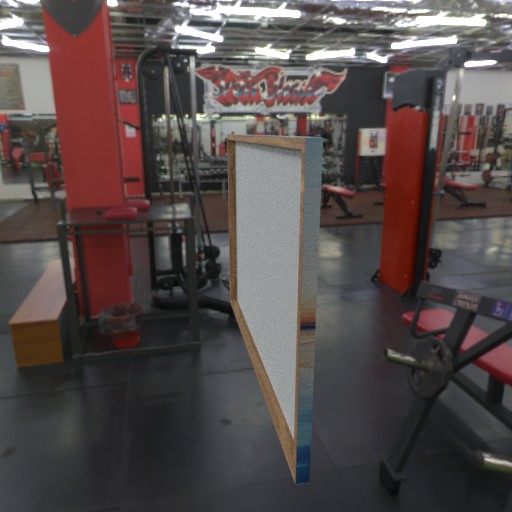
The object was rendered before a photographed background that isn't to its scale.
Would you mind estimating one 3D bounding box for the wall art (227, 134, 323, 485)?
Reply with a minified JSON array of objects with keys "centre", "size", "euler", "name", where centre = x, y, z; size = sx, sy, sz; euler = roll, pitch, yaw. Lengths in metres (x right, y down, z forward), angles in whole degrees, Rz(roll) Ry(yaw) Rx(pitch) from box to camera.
[{"centre":[0.000,0.000,1.436],"size":[0.034,0.756,1.137],"euler":[-3,16,-10],"name":"wall art"}]
